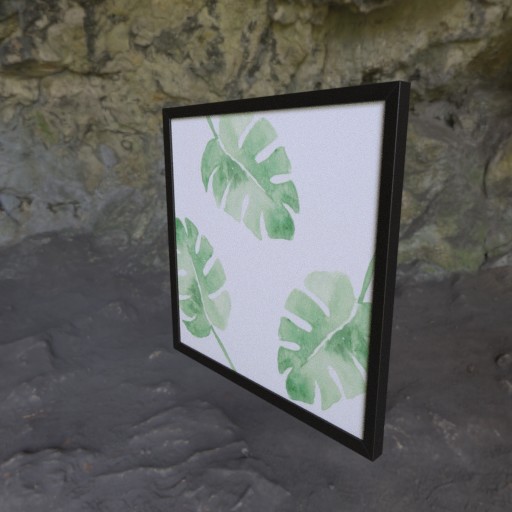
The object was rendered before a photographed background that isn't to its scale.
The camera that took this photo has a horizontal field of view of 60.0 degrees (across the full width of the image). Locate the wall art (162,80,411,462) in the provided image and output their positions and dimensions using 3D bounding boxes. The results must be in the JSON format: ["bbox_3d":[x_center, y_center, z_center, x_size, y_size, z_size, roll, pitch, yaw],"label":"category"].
[{"bbox_3d":[0.000,0.000,1.138,0.038,0.765,0.765,-13,18,-42],"label":"wall art"}]
